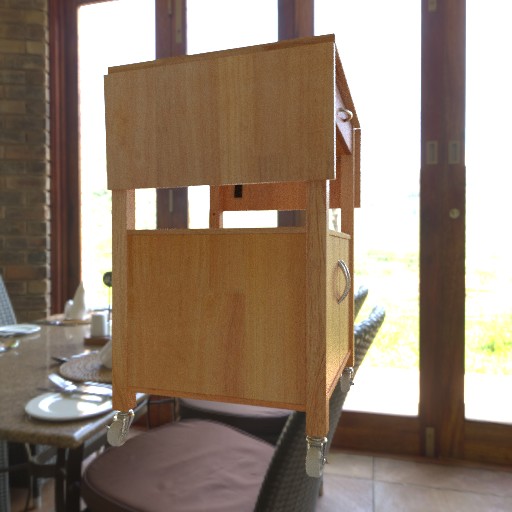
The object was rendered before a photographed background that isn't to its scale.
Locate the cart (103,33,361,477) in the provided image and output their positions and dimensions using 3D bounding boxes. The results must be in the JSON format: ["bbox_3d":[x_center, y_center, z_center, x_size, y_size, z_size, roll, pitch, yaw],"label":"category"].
[{"bbox_3d":[0.000,0.000,1.194,0.508,0.838,0.640,0,1,18],"label":"cart"}]
